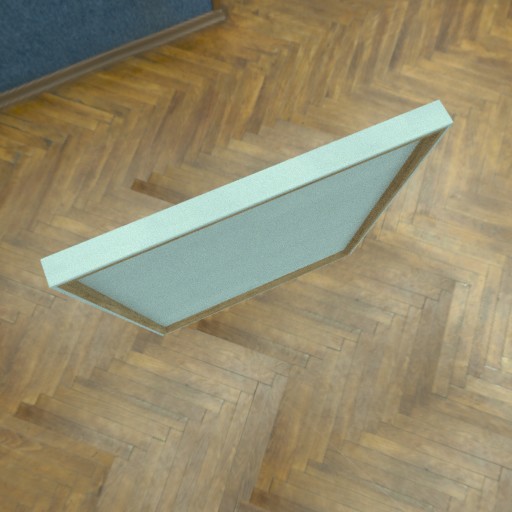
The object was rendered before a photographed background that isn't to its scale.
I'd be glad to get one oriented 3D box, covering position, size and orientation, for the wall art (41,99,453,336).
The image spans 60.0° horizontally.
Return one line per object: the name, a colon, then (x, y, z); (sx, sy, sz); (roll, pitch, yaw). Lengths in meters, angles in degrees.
wall art: (0.000, 0.000, 0.807); (0.508, 0.606, 0.037); (-23, 76, -6)
